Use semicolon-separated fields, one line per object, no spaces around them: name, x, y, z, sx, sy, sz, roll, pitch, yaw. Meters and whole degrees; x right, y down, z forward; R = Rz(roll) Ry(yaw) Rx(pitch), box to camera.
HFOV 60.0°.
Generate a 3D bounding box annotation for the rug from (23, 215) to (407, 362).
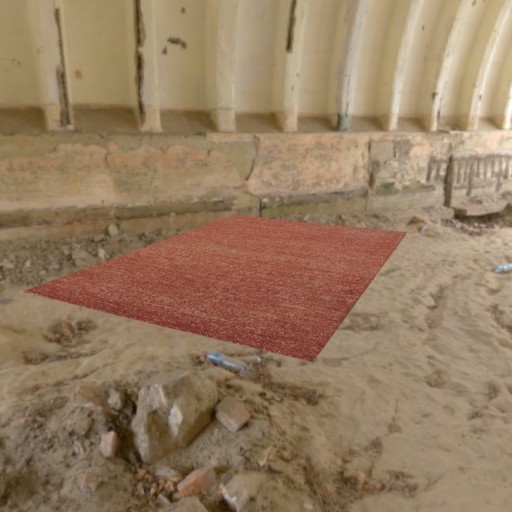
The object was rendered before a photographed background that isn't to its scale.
rug;0.000;0.000;5.166;2.803;0.025;3.965;8;19;25
